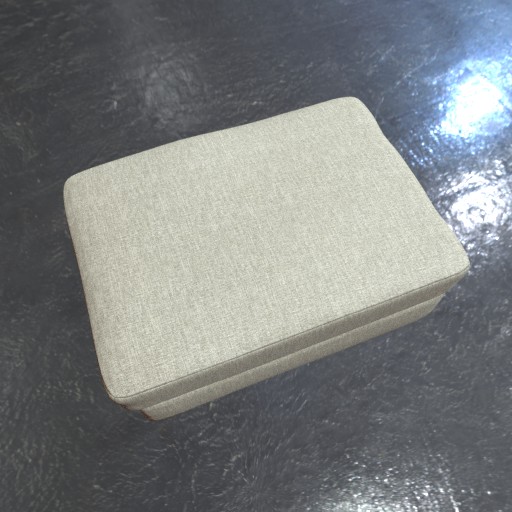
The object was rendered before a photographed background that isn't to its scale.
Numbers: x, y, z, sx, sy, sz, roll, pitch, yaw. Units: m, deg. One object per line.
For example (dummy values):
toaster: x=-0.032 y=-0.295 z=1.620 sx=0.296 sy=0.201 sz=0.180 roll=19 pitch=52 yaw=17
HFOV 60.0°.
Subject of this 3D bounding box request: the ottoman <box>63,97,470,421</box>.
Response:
ottoman: x=0.000 y=0.000 z=1.253 sx=0.873 sy=0.494 sz=0.639 roll=-19 pitch=63 yaw=-10
